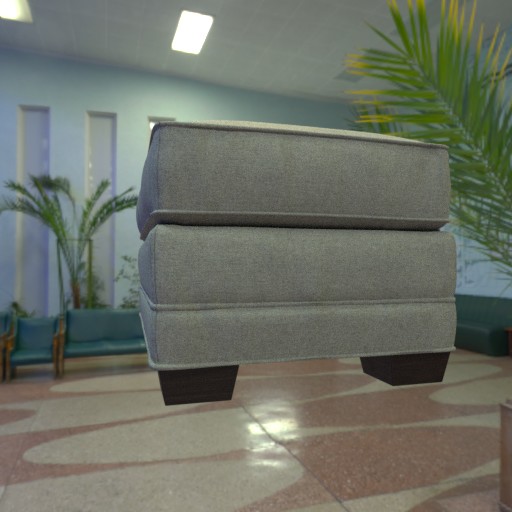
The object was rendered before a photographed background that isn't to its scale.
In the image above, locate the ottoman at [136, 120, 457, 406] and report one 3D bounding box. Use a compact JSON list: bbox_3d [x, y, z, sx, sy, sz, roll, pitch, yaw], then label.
[{"bbox_3d":[0.000,0.000,1.178,0.611,0.508,0.848,0,-1,-16],"label":"ottoman"}]
